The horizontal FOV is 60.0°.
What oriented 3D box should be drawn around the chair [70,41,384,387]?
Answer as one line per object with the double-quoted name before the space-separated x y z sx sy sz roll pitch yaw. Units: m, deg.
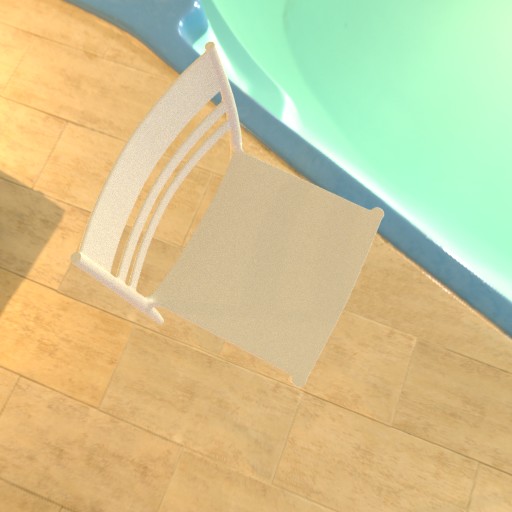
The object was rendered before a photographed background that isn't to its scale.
"chair" 0.000 0.000 1.124 0.511 0.800 0.531 26 77 6
